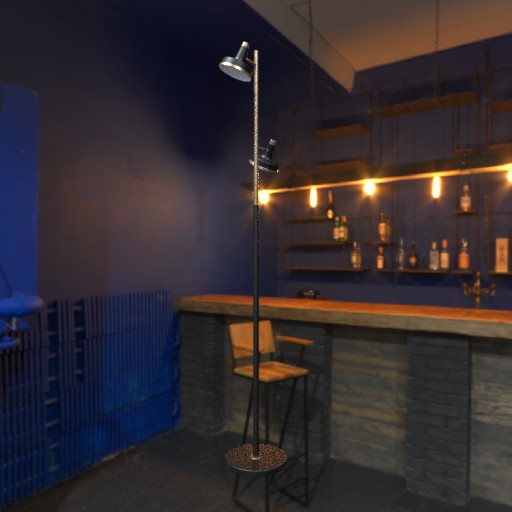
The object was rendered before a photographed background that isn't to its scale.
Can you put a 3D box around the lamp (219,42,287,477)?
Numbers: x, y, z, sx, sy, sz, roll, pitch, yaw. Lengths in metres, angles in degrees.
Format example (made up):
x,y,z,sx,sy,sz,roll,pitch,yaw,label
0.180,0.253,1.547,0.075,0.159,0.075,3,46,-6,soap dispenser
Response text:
x,y,z,sx,sy,sz,roll,pitch,yaw,label
0.000,0.000,1.807,0.253,1.674,0.351,0,0,35,lamp
